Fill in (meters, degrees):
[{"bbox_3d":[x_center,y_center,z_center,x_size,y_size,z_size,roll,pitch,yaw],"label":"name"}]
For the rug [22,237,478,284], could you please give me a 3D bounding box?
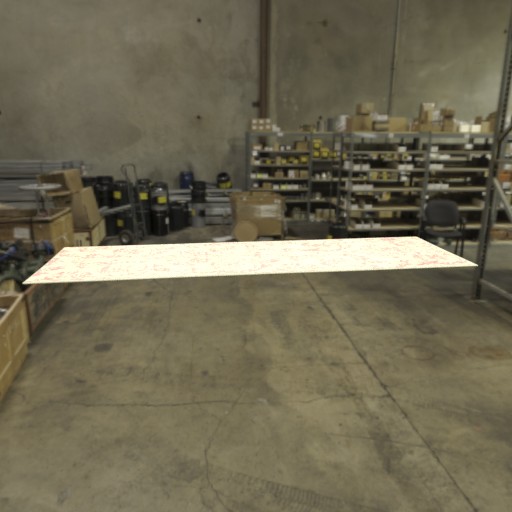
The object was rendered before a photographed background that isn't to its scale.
[{"bbox_3d":[0.000,0.000,2.433,2.196,0.011,0.662,-2,15,-7],"label":"rug"}]
